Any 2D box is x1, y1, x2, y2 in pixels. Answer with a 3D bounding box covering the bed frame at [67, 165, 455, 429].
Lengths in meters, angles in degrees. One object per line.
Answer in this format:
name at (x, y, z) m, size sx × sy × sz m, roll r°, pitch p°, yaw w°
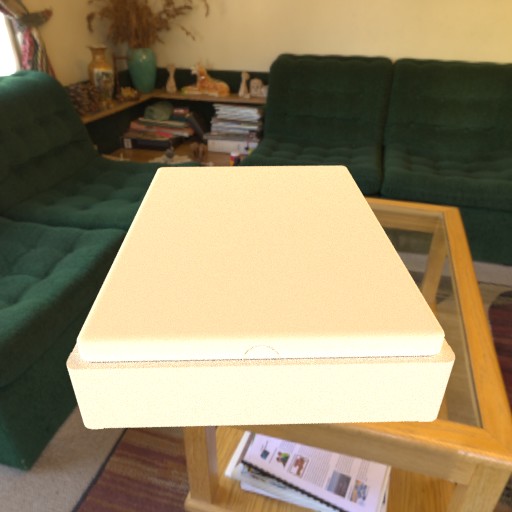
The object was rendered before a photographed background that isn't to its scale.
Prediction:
bed frame at (0.000, 0.000, 2.437) m, size 1.400 × 0.406 × 1.900 m, roll -1°, pitch 31°, yaw -1°
